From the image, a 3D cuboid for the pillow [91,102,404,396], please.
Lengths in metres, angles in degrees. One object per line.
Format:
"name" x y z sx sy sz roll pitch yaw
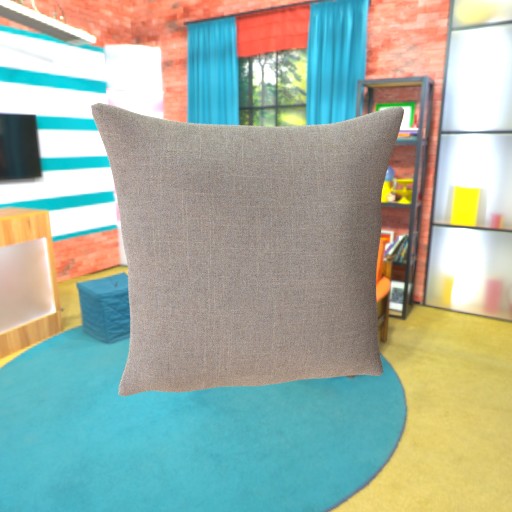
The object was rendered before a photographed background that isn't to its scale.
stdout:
"pillow" 0.000 0.000 0.666 0.435 0.432 0.138 -2 14 -9
